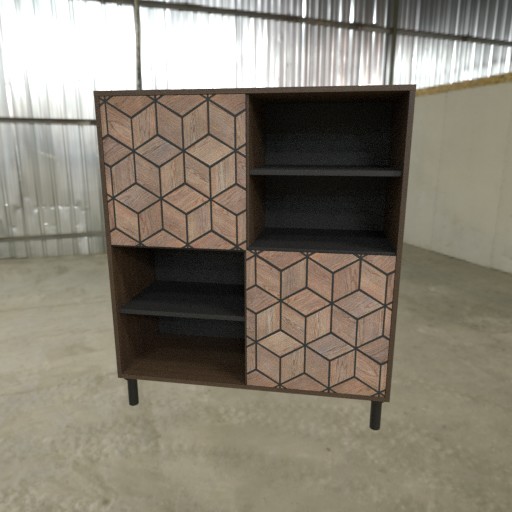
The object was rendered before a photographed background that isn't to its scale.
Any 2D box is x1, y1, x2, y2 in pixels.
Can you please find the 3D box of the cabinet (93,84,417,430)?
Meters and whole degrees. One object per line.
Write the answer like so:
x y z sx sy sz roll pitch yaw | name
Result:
0.000 0.000 1.700 1.010 1.170 0.400 2 15 9 | cabinet
